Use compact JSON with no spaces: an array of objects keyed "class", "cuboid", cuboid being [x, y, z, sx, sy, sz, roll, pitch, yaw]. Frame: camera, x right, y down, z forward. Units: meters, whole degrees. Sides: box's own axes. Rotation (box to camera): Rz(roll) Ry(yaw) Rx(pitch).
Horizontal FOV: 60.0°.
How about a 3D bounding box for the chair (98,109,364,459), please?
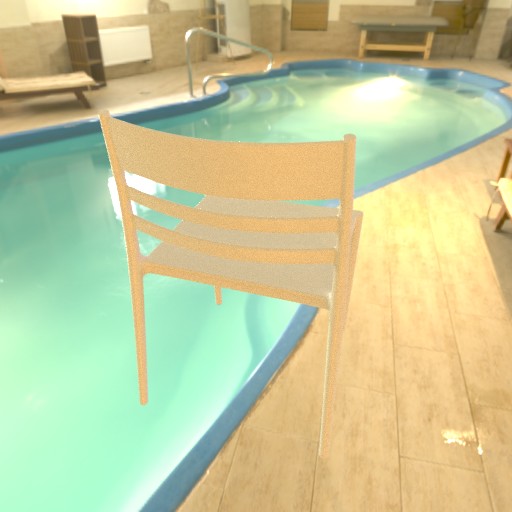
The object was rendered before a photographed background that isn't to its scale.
[{"class":"chair","cuboid":[0.000,0.000,1.138,0.531,0.800,0.511,10,34,15]}]
